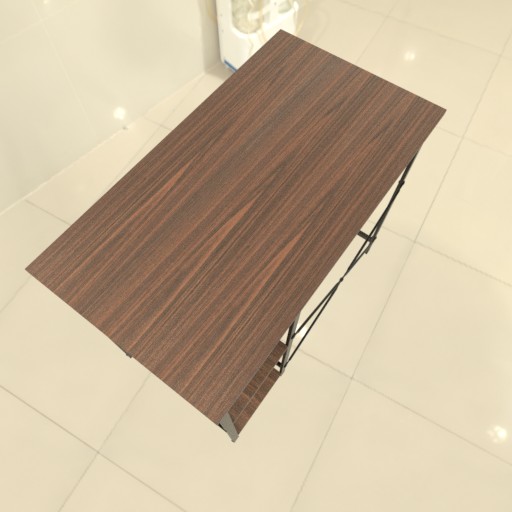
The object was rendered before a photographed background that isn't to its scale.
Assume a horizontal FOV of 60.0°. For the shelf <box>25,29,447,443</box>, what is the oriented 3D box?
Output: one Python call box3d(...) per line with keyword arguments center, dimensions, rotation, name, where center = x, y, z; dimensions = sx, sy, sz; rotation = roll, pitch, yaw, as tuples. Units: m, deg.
box3d(center=(0.000, 0.000, 1.327), dimensions=(0.498, 0.750, 0.902), rotation=(34, 68, 15), name="shelf")
